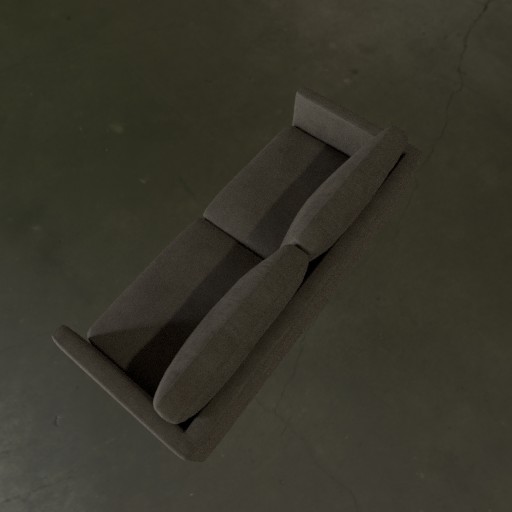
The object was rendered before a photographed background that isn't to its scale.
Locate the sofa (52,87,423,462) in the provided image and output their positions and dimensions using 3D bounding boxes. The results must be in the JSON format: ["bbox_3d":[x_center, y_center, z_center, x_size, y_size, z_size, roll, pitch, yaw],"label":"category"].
[{"bbox_3d":[0.000,0.000,2.702,0.951,0.965,2.208,35,69,16],"label":"sofa"}]
